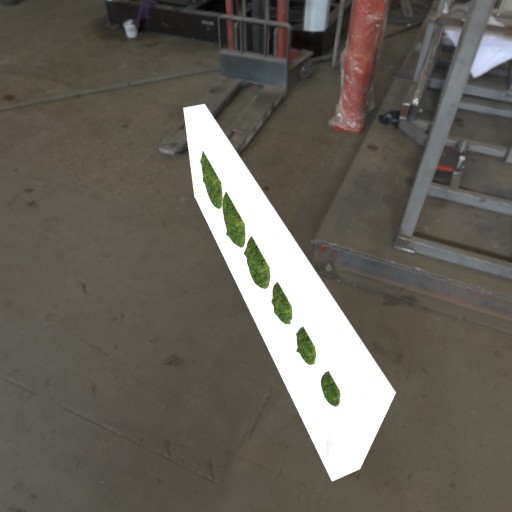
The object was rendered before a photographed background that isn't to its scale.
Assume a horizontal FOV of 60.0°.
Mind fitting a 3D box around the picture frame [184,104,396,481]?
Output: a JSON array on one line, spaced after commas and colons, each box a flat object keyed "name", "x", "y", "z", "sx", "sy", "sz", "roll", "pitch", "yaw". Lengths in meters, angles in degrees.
[{"name": "picture frame", "x": 0.000, "y": 0.000, "z": 0.845, "sx": 0.050, "sy": 0.250, "sz": 0.759, "roll": -16, "pitch": 48, "yaw": -15}]
